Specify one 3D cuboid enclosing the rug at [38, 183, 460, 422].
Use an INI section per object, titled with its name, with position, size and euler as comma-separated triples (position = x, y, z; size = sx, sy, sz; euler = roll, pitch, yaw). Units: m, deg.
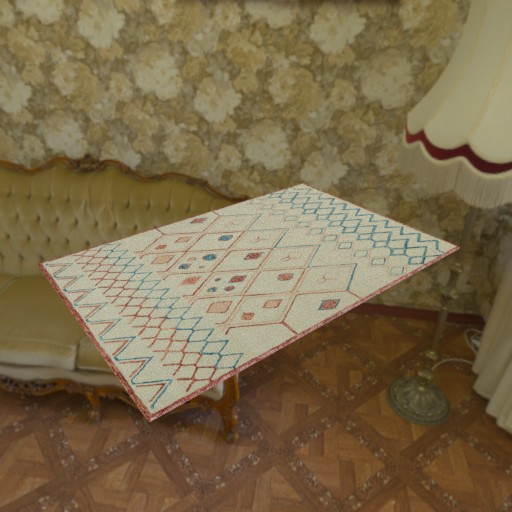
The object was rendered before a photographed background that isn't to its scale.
[rug]
position = 0.000, 0.000, 2.301
size = 1.829, 0.016, 1.219
euler = -22, 36, -32
